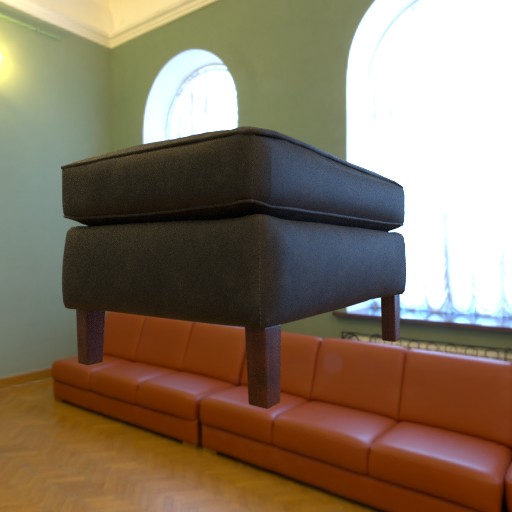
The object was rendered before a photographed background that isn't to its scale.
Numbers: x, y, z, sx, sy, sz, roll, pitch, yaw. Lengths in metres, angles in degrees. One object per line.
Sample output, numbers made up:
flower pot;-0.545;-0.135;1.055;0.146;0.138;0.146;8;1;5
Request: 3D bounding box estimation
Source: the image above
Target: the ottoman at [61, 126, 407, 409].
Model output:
ottoman;0.000;0.000;0.965;0.501;0.413;0.665;0;1;35
